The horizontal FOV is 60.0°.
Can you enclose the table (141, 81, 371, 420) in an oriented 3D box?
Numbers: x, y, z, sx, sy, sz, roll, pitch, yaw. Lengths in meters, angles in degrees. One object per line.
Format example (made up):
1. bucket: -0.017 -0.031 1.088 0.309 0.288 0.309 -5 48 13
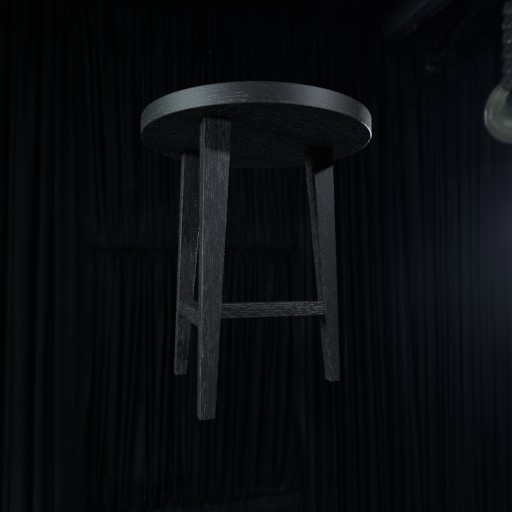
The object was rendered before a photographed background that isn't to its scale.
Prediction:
1. table: 0.000 0.000 0.788 0.399 0.460 0.399 0 -1 0
